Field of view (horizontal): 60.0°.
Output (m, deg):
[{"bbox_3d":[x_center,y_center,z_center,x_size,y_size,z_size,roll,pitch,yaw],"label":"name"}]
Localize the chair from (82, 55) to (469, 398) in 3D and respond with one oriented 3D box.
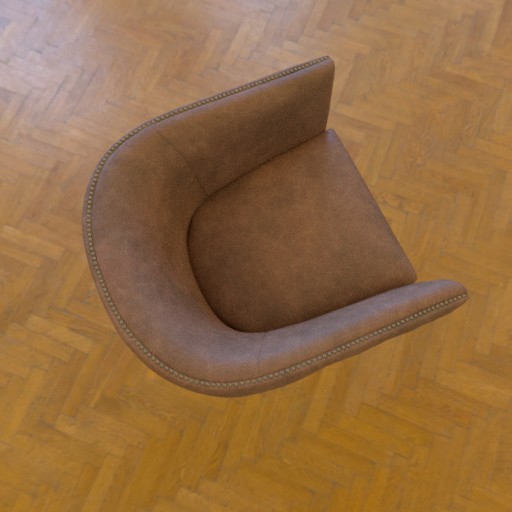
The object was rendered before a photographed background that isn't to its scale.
[{"bbox_3d":[0.000,0.000,1.491,0.870,0.790,0.850,-23,76,-6],"label":"chair"}]
